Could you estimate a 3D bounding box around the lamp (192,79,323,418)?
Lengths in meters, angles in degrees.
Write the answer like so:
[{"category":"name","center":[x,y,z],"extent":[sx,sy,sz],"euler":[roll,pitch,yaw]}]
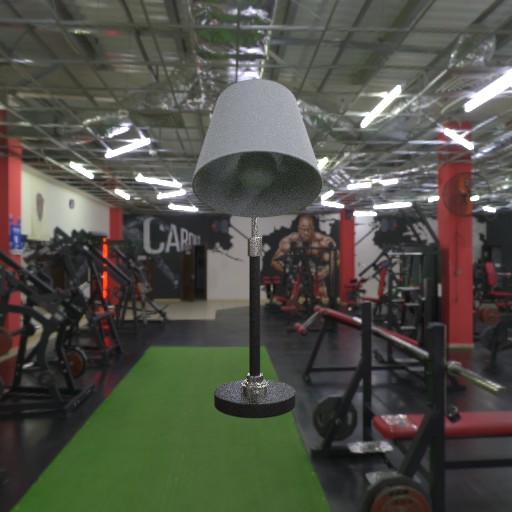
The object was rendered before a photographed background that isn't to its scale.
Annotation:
[{"category":"lamp","center":[0.000,0.000,0.707],"extent":[0.181,0.539,0.348],"euler":[0,0,-1]}]
